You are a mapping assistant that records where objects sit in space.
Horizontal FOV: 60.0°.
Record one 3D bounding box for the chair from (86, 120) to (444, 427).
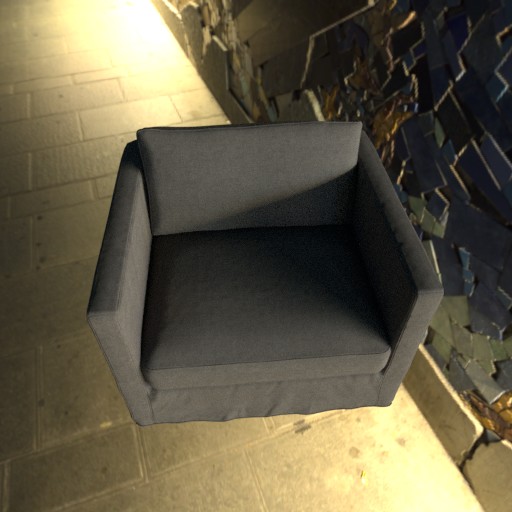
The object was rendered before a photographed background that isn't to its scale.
[{"bbox_3d":[0.000,0.000,1.752,1.057,0.863,0.949,-3,46,-3],"label":"chair"}]
